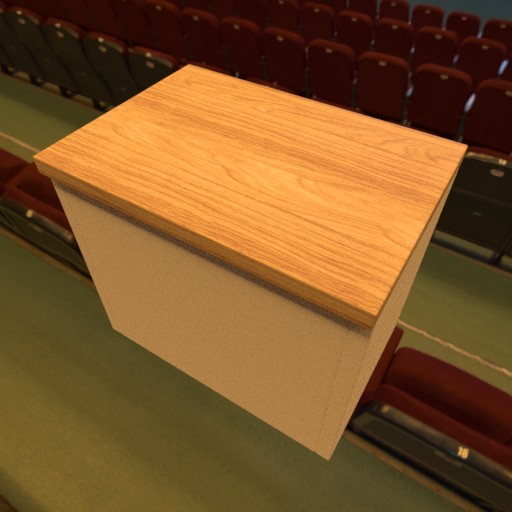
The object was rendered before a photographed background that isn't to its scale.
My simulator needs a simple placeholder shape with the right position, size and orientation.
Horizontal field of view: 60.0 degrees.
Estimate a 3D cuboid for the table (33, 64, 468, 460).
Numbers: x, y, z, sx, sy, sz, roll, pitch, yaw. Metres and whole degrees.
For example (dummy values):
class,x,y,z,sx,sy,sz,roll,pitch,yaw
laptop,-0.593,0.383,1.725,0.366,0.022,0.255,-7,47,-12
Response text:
class,x,y,z,sx,sy,sz,roll,pitch,yaw
table,0.000,0.000,0.780,0.500,0.440,0.360,25,51,21
